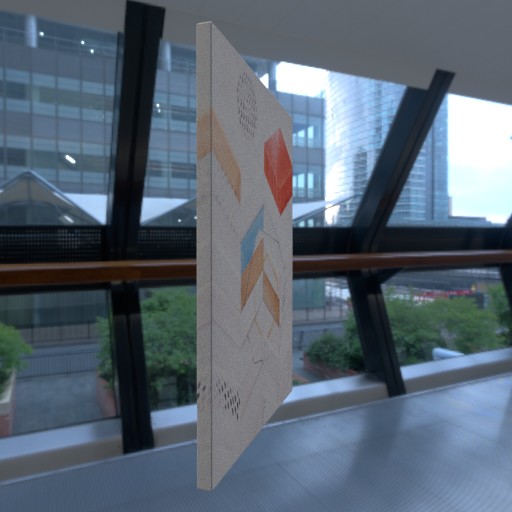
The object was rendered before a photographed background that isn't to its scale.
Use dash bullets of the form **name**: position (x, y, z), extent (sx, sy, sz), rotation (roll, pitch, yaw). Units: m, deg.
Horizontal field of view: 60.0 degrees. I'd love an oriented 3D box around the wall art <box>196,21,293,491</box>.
- **wall art**: position (0.000, 0.000, 1.093), extent (0.036, 0.848, 0.613), rotation (0, 1, 18)
